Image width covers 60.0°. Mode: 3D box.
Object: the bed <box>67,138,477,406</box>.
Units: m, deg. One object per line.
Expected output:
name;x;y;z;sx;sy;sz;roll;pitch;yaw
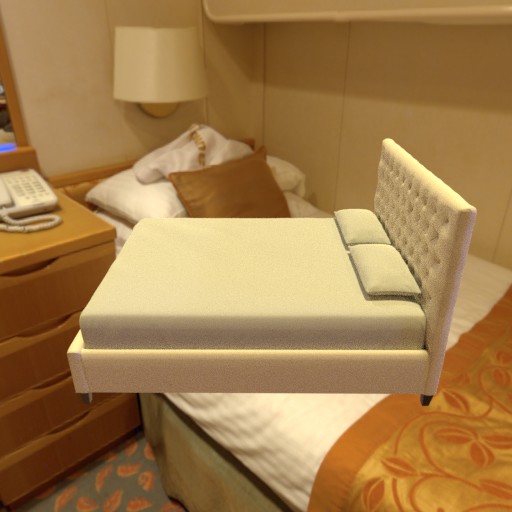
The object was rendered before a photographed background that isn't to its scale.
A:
bed;0.000;0.000;3.390;2.387;1.427;1.698;0;27;0
